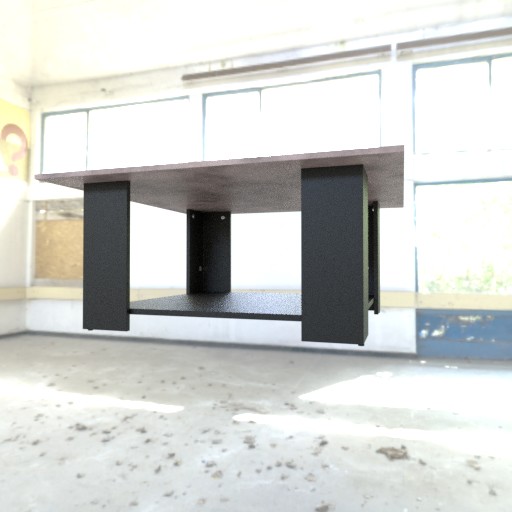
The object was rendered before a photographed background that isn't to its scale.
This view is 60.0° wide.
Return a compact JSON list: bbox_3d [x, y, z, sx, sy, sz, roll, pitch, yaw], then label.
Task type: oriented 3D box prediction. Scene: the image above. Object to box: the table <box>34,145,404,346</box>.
[{"bbox_3d":[0.000,0.000,1.055,0.670,0.305,0.670,0,-1,18],"label":"table"}]
